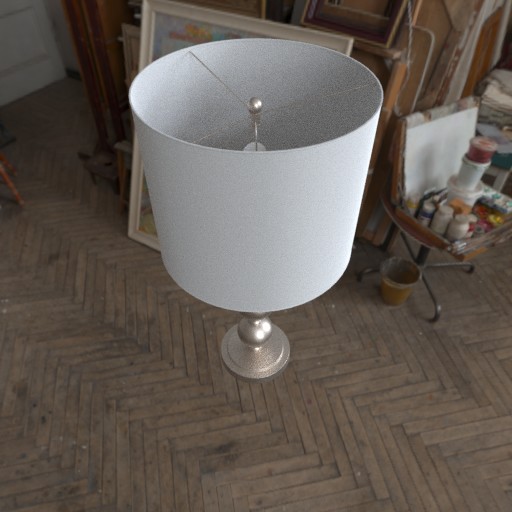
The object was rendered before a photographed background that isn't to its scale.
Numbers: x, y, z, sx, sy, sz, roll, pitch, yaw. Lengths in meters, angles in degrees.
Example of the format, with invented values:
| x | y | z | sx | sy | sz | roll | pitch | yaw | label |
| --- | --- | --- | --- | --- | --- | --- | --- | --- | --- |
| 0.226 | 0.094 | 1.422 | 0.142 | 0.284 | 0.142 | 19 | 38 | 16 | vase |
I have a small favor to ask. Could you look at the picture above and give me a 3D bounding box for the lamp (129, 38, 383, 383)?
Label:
| x | y | z | sx | sy | sz | roll | pitch | yaw | label |
| --- | --- | --- | --- | --- | --- | --- | --- | --- | --- |
| 0.000 | 0.000 | 0.678 | 0.277 | 0.538 | 0.277 | -4 | 45 | -4 | lamp |
